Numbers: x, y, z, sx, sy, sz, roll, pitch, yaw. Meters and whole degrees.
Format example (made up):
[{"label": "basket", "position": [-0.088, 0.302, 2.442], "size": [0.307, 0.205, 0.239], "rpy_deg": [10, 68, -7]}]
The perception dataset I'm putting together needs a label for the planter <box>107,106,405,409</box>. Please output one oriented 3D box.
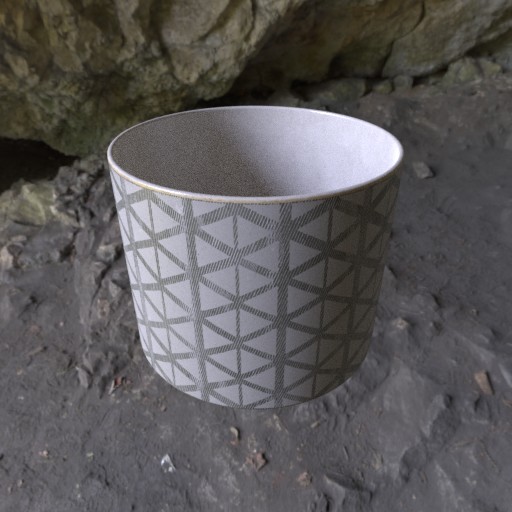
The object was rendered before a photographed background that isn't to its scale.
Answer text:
[{"label": "planter", "position": [0.000, 0.000, 0.341], "size": [0.190, 0.181, 0.190], "rpy_deg": [0, 32, 0]}]
